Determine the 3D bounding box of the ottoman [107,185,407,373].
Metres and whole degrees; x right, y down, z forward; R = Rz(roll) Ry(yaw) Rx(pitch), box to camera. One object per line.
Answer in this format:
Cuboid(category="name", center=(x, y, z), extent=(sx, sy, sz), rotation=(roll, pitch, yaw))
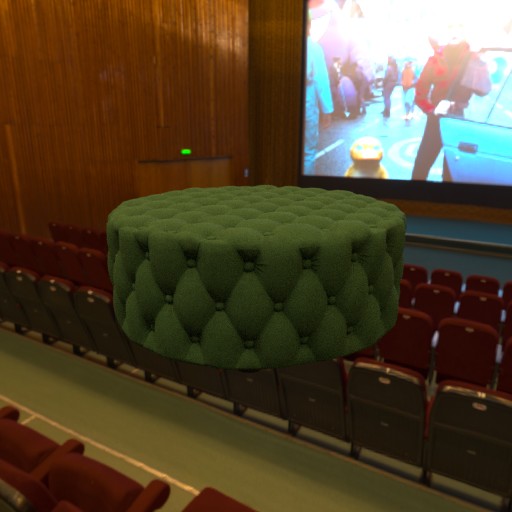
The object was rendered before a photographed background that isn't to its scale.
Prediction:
Cuboid(category="ottoman", center=(0.000, 0.000, 1.563), extent=(0.998, 0.399, 0.998), rotation=(0, 16, 0))
